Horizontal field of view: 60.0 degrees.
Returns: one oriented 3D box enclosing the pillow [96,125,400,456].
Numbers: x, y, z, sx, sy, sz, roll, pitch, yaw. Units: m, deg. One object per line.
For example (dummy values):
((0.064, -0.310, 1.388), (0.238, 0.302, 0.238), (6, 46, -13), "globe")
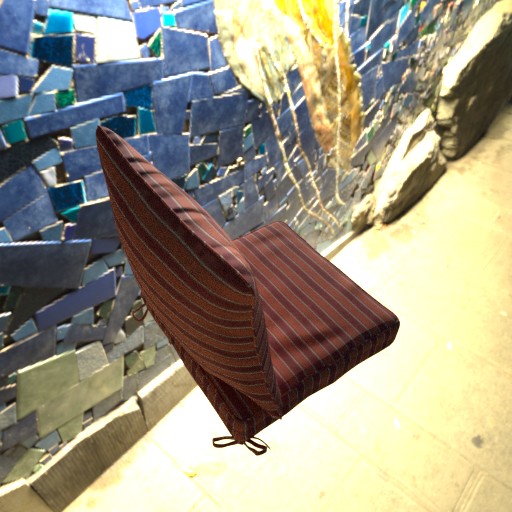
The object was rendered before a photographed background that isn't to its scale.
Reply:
((0.000, 0.000, 1.373), (0.733, 0.723, 0.799), (-24, 47, -25), "pillow")
